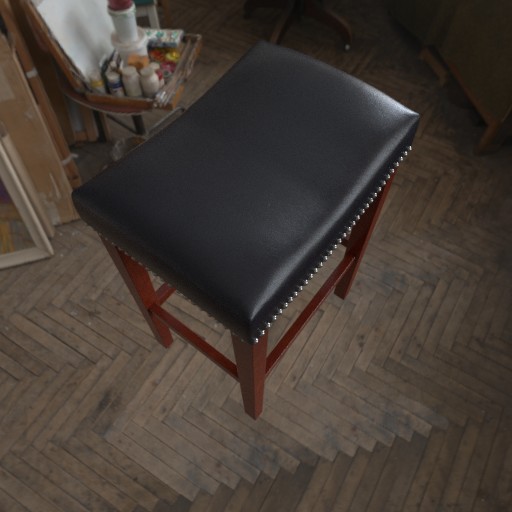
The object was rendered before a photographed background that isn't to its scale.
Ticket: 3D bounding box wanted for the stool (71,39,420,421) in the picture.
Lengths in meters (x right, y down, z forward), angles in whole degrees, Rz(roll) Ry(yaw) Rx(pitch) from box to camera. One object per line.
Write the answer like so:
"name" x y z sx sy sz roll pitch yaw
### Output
"stool" 0.000 0.000 1.028 0.372 0.742 0.504 34 65 18
